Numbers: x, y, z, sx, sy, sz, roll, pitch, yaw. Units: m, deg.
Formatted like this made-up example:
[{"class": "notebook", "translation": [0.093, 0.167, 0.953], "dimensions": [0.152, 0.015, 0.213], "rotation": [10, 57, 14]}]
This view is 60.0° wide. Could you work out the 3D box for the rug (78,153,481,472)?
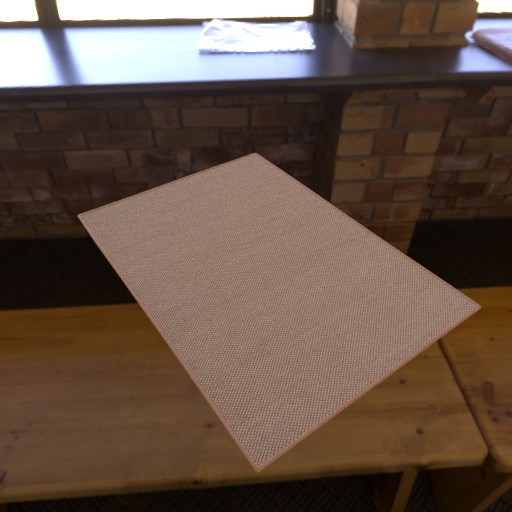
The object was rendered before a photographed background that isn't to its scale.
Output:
[{"class": "rug", "translation": [0.000, 0.000, 2.746], "dimensions": [1.524, 0.013, 2.134], "rotation": [-25, 47, -26]}]
